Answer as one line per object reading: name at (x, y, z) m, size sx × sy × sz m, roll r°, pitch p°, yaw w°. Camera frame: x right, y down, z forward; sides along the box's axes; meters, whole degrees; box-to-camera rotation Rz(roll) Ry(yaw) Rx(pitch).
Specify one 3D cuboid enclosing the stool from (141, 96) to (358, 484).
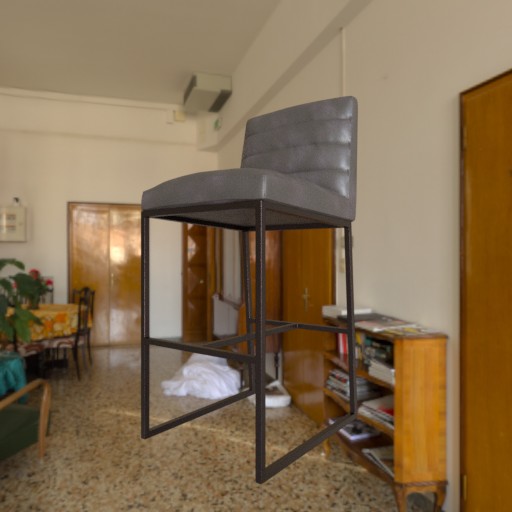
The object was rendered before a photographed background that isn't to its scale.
stool at (0.000, 0.000, 1.379) m, size 0.463 × 1.065 × 0.562 m, roll 0°, pitch 0°, yaw 37°
